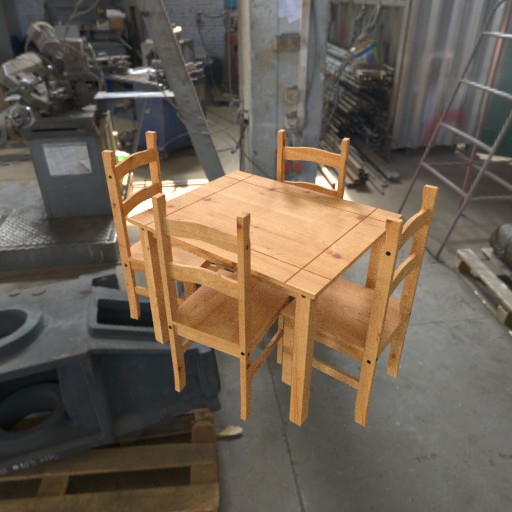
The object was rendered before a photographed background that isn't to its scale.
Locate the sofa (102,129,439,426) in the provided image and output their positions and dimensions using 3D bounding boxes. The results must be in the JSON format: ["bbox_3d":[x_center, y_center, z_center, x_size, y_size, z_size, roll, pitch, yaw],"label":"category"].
[{"bbox_3d":[0.000,0.000,2.240,1.529,1.000,1.144,21,37,31],"label":"sofa"}]
